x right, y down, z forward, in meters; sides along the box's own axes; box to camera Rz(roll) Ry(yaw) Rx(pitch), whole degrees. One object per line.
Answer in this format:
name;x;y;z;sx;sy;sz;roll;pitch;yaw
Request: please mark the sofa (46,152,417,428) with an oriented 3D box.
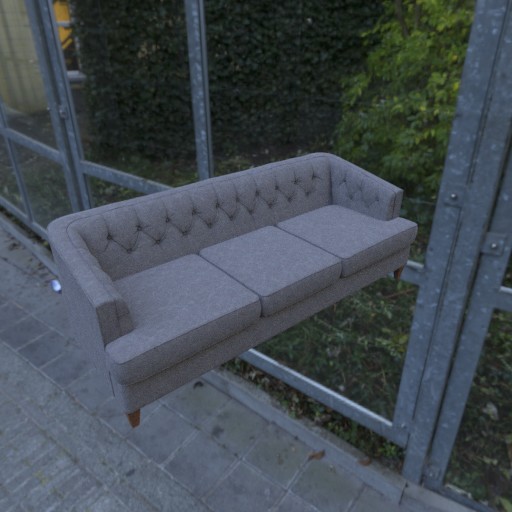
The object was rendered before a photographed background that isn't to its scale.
sofa;0.000;0.000;2.798;2.247;0.806;0.917;-22;35;-34
